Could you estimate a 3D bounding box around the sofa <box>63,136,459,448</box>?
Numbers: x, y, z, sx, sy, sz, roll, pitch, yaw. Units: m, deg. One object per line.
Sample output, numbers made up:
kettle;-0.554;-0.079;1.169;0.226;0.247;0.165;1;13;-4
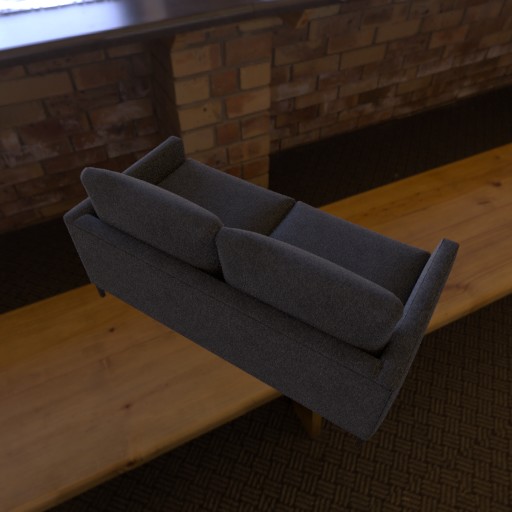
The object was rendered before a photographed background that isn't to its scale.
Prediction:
sofa;0.000;0.000;2.225;1.716;0.862;0.866;25;52;21
